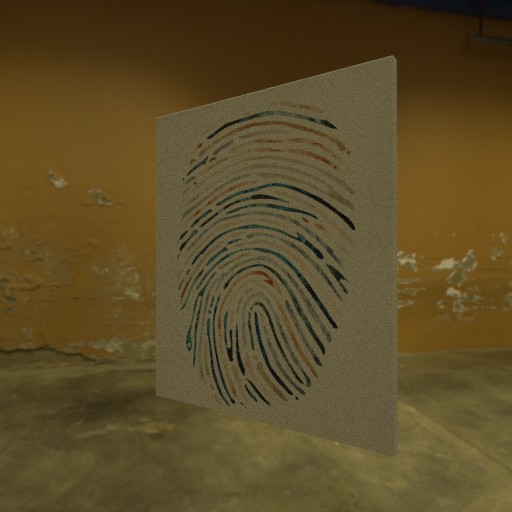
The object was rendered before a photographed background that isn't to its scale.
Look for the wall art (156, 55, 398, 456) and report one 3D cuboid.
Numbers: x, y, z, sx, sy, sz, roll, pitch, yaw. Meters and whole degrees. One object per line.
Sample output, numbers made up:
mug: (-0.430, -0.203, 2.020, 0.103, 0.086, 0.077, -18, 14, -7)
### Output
wall art: (0.000, 0.000, 0.968, 0.609, 0.710, 0.021, 0, -1, 35)
